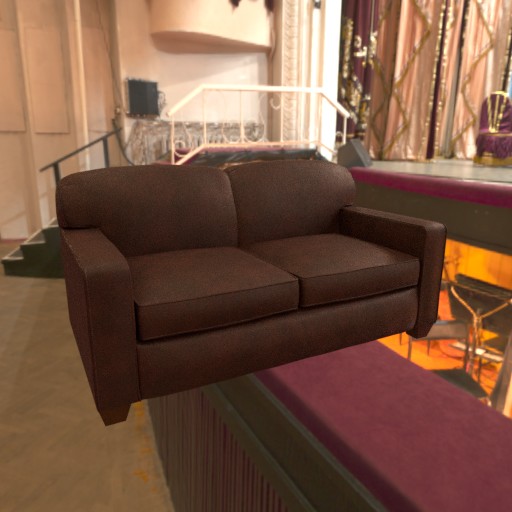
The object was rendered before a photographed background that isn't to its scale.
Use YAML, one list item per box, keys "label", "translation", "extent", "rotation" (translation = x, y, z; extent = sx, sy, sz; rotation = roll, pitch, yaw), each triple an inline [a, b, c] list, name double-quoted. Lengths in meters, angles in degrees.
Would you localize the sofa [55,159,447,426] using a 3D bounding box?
- label: "sofa"
  translation: [0.000, 0.000, 2.374]
  extent: [1.856, 0.966, 1.000]
  rotation: [-8, 16, -27]
